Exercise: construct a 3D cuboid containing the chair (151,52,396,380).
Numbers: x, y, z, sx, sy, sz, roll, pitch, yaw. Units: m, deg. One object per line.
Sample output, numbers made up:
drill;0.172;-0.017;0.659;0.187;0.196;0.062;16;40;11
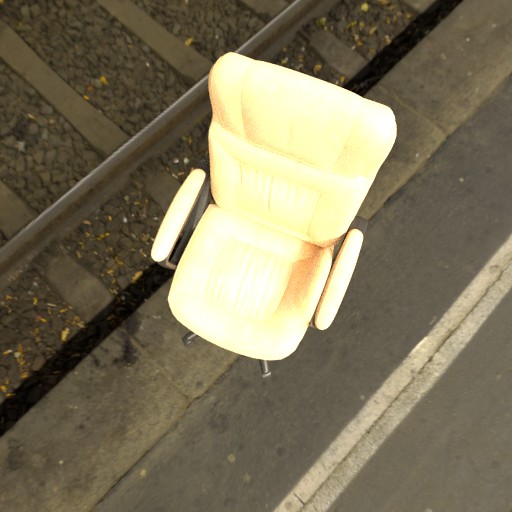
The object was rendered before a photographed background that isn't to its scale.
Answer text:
chair;0.000;0.000;1.544;0.667;1.105;0.724;22;74;7
